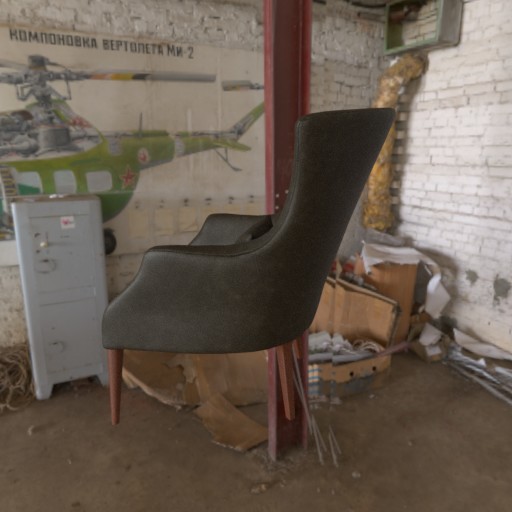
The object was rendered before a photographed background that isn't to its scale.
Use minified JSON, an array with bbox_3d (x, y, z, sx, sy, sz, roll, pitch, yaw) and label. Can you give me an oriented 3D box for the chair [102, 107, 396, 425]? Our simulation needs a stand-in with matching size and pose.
[{"bbox_3d":[0.000,0.000,1.716,0.954,1.068,0.819,2,14,9],"label":"chair"}]
